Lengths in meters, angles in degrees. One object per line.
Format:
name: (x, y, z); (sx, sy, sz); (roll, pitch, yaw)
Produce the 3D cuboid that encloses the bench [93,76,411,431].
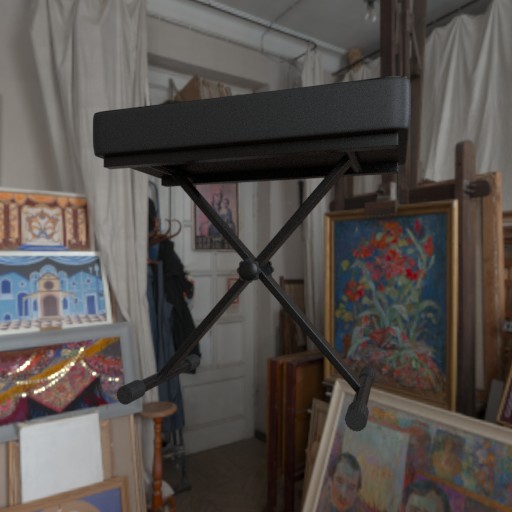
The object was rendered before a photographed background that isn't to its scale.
bench: (0.000, 0.000, 0.915); (0.600, 0.561, 0.300); (0, -1, 18)
